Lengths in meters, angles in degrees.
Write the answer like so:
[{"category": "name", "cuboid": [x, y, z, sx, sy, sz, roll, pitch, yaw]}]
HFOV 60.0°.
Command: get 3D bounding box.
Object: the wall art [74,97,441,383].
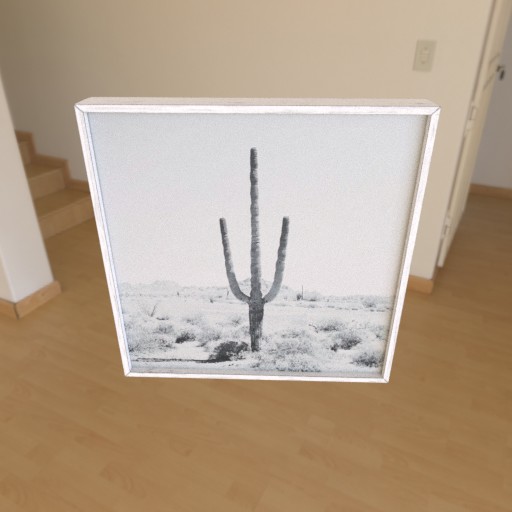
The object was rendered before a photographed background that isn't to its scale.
[{"category": "wall art", "cuboid": [0.000, 0.000, 0.457, 0.305, 0.305, 0.038, 1, 28, 2]}]
